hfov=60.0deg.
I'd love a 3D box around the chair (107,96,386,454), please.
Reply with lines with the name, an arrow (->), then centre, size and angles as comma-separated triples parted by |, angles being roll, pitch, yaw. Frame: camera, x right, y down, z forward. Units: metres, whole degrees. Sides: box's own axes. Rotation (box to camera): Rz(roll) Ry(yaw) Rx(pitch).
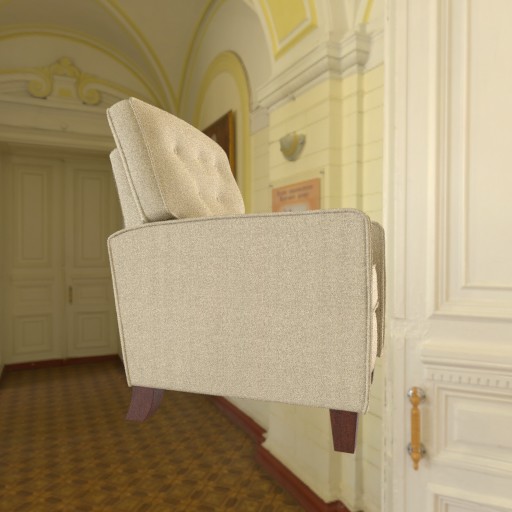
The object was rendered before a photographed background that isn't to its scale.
chair -> 0.000, 0.000, 1.387 | 0.754, 0.888, 0.648 | 0, 1, 19
